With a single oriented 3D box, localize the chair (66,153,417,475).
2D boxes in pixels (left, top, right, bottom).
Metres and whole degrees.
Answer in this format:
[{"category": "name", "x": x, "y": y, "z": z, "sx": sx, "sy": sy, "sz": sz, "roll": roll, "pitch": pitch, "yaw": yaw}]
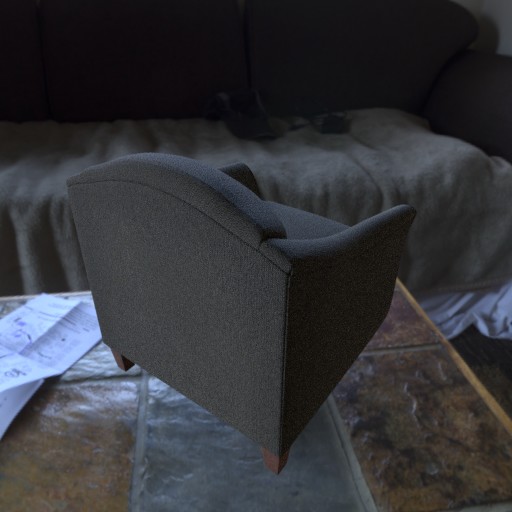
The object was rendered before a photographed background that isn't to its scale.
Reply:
[{"category": "chair", "x": 0.000, "y": 0.000, "z": 1.451, "sx": 0.763, "sy": 0.839, "sz": 0.787, "roll": 21, "pitch": 37, "yaw": 31}]
